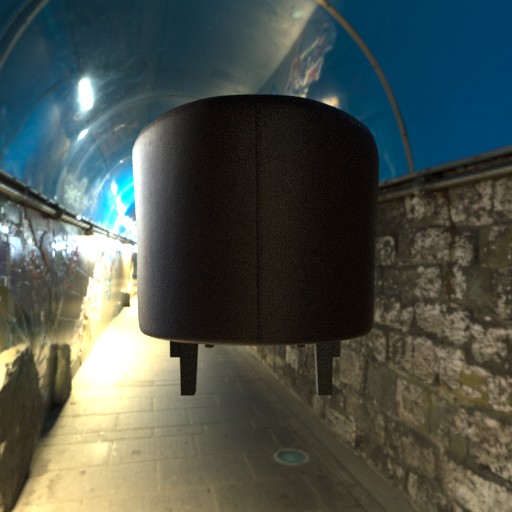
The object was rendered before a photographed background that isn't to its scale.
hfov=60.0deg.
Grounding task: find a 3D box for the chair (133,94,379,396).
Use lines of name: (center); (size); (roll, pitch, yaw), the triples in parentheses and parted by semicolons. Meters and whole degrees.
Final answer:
chair: (0.000, 0.000, 1.599); (0.737, 0.755, 1.176); (0, 0, -1)
